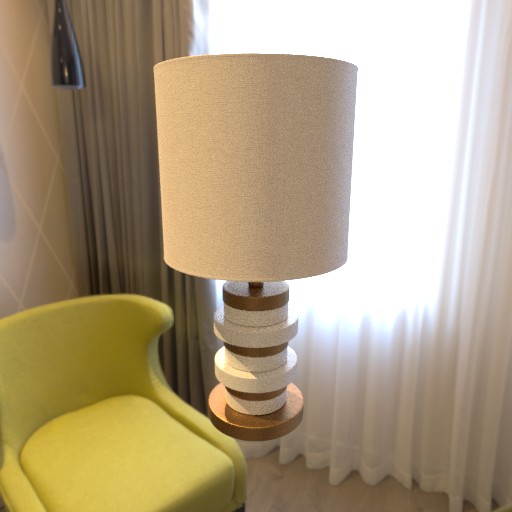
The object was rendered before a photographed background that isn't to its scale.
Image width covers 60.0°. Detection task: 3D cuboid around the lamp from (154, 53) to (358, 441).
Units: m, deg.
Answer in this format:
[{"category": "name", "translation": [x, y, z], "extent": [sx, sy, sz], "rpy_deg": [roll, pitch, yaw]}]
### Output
[{"category": "lamp", "translation": [0.000, 0.000, 0.516], "extent": [0.210, 0.410, 0.210], "rpy_deg": [-2, 15, -9]}]
